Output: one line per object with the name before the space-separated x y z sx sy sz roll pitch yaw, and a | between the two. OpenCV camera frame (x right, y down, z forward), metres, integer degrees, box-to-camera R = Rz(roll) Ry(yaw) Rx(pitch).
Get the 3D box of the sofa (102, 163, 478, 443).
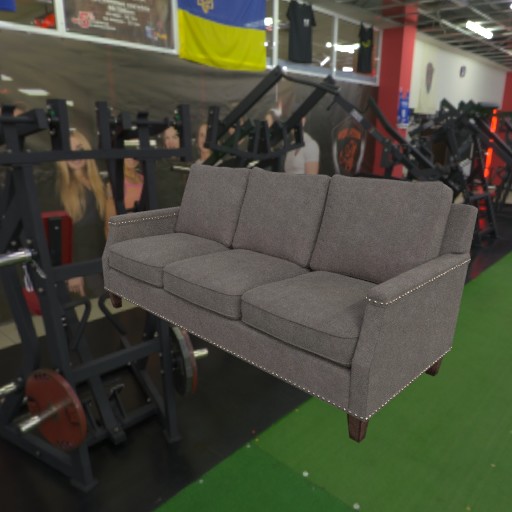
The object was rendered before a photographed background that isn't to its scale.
sofa | 0.000 0.000 2.768 2.226 1.042 1.034 15 22 43
